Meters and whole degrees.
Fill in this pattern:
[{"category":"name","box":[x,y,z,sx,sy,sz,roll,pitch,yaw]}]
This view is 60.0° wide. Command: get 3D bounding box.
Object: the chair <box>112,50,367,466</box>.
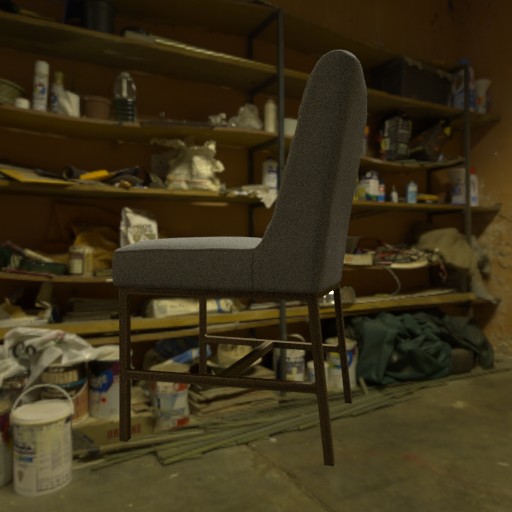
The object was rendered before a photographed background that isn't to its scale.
[{"category":"chair","box":[0.000,0.000,1.214,0.587,0.889,0.508,0,0,17]}]
